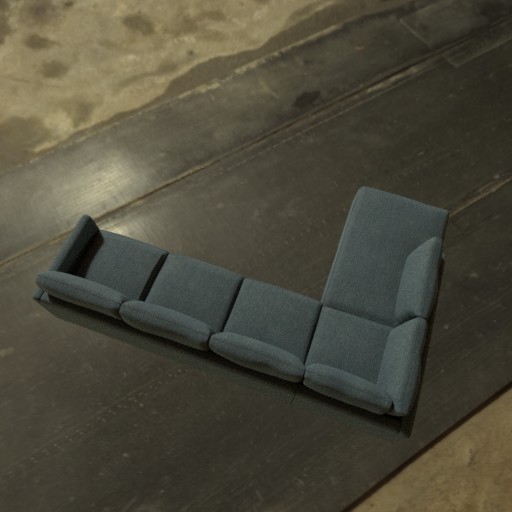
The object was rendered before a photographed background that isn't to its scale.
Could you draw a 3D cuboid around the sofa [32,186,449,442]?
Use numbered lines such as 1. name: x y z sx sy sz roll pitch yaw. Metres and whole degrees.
1. sofa: 0.000 0.000 3.715 2.949 0.815 2.007 18 65 9
